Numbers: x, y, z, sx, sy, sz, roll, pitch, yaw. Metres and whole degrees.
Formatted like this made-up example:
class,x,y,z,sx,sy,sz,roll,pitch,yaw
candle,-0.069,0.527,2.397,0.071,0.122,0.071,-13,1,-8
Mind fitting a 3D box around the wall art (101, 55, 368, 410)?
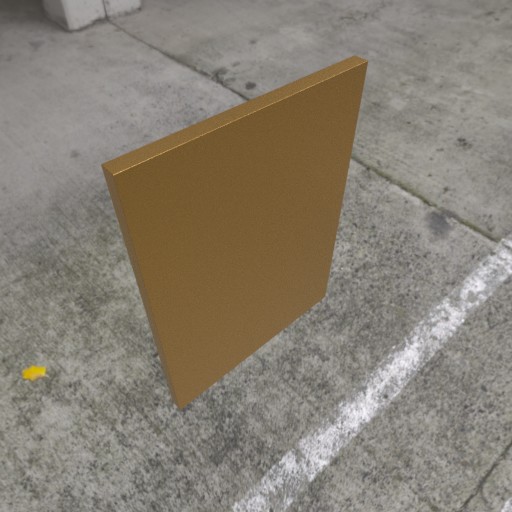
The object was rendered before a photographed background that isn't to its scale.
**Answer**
class,x,y,z,sx,sy,sz,roll,pitch,yaw
wall art,0.000,0.000,1.109,0.610,0.812,0.038,-33,55,-27
